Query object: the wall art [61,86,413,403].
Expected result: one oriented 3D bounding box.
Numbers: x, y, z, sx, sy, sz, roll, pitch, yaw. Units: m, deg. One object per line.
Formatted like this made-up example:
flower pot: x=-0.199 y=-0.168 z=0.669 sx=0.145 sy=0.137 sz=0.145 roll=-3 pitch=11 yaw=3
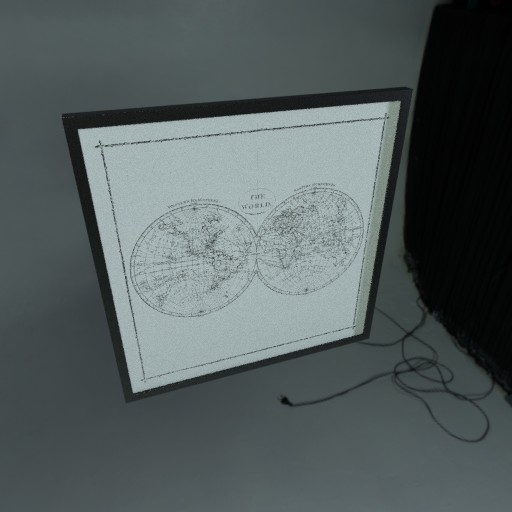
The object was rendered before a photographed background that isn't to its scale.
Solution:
wall art: x=0.000 y=0.000 z=1.142 sx=0.773 sy=0.775 sz=0.031 roll=-11 pitch=33 yaw=-17
